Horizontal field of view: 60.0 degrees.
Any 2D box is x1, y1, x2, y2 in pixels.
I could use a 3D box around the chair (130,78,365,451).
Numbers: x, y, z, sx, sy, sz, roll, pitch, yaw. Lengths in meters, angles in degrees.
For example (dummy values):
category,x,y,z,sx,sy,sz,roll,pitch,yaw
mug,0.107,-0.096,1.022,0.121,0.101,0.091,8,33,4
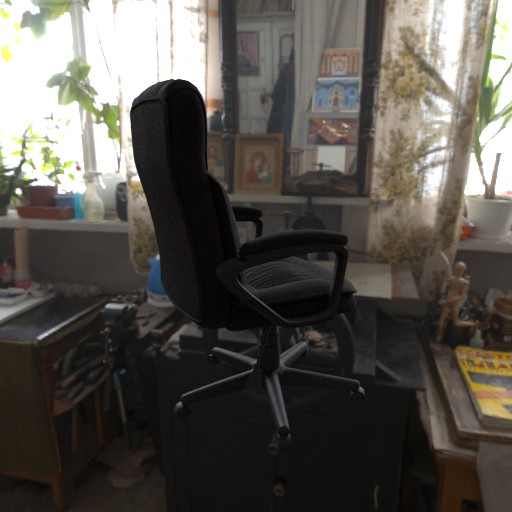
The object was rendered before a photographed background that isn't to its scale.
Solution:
category,x,y,z,sx,sy,sz,roll,pitch,yaw
chair,0.000,0.000,1.546,0.724,1.105,0.667,-7,16,-25
